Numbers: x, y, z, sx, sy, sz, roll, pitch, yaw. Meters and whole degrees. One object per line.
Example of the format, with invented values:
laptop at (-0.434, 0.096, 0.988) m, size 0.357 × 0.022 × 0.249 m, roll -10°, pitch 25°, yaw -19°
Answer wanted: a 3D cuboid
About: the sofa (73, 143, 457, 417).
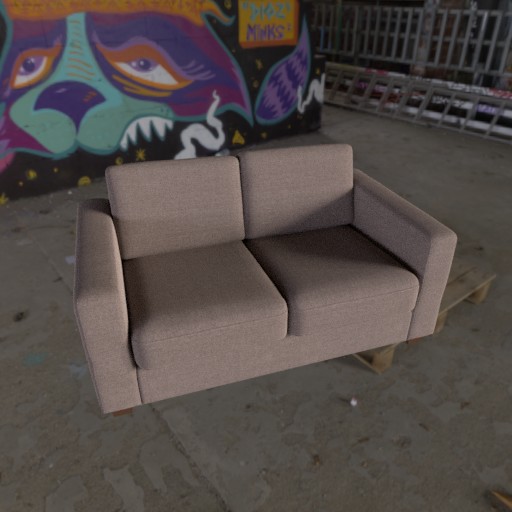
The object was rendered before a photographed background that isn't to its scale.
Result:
sofa at (0.000, 0.000, 2.040) m, size 1.520 × 0.800 × 0.900 m, roll -9°, pitch 32°, yaw -16°
